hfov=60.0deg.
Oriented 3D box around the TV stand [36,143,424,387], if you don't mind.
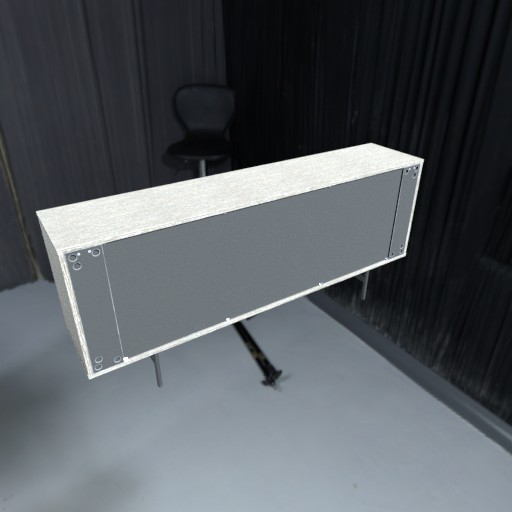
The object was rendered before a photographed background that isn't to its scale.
[{"bbox_3d":[0.000,0.000,2.206,1.804,0.787,0.405,-18,34,-28],"label":"TV stand"}]
